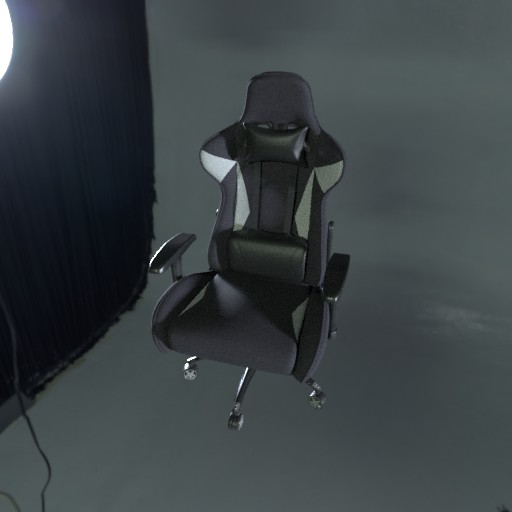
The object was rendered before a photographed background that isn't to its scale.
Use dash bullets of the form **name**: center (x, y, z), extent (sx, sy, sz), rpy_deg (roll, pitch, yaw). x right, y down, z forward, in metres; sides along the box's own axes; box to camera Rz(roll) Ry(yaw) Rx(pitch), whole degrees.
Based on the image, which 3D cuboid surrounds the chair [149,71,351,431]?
- **chair**: center (0.000, 0.000, 1.747), extent (0.730, 1.300, 0.695), rpy_deg (8, 28, 15)
